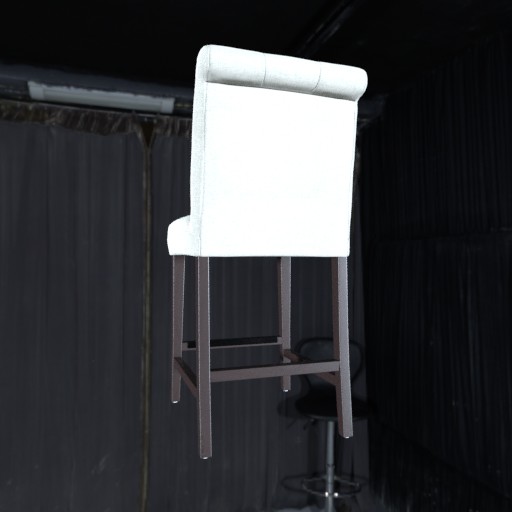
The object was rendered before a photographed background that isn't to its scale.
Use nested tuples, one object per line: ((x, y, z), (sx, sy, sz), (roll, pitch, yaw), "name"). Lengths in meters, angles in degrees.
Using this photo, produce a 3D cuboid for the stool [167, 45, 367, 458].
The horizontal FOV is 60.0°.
((0.000, 0.000, 1.400), (0.493, 1.040, 0.601), (0, 0, -19), "stool")
